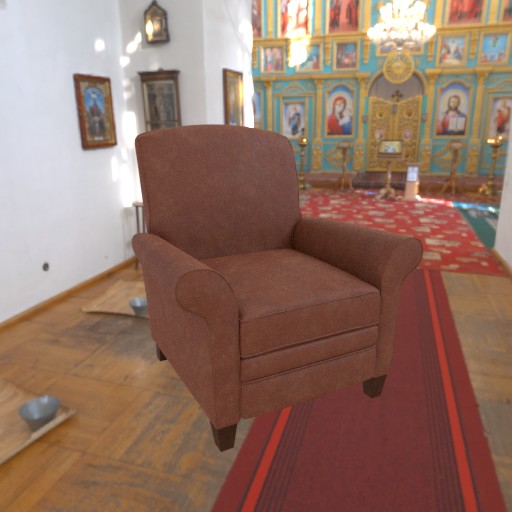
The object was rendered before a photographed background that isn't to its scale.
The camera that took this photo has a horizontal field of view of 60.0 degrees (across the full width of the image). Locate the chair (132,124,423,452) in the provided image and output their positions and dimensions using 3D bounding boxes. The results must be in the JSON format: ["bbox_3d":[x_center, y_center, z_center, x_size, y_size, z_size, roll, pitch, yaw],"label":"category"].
[{"bbox_3d":[0.000,0.000,1.840,0.978,1.061,0.902,-8,17,-27],"label":"chair"}]
